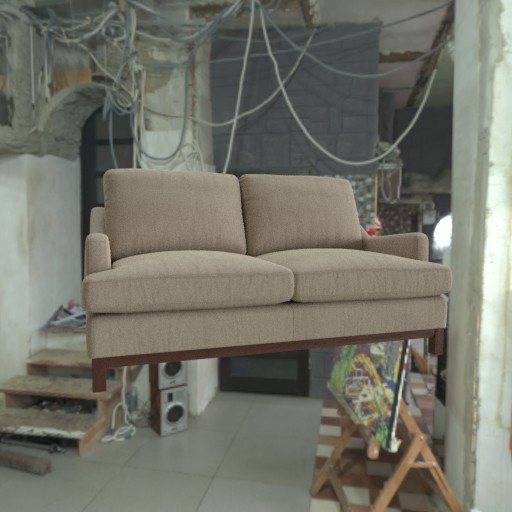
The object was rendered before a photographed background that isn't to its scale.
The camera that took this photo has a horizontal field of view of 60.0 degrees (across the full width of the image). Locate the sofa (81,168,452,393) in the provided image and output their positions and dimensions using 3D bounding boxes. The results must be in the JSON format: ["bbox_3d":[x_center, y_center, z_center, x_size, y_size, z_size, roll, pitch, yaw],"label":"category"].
[{"bbox_3d":[0.000,0.000,2.257,1.619,0.910,1.004,-1,4,-19],"label":"sofa"}]
